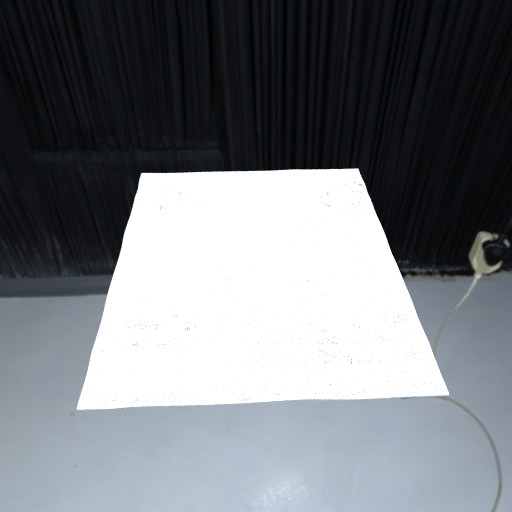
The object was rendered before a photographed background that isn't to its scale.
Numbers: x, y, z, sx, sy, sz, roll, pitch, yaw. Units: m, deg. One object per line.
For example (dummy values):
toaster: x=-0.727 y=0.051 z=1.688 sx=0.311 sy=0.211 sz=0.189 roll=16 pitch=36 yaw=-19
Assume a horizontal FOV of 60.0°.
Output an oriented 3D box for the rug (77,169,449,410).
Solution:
rug: x=0.000 y=0.000 z=0.884 sx=0.548 sy=0.006 sz=0.639 roll=-2 pitch=42 yaw=-2
